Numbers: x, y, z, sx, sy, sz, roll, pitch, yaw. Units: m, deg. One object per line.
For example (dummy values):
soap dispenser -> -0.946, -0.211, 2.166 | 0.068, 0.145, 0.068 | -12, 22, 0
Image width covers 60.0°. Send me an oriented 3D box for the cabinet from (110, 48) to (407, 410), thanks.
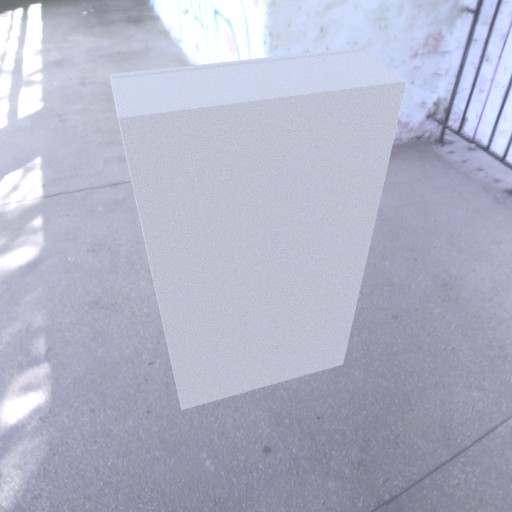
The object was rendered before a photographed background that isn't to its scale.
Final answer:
cabinet -> 0.000, 0.000, 2.706 | 1.250, 2.160, 0.480 | -12, 43, -13
